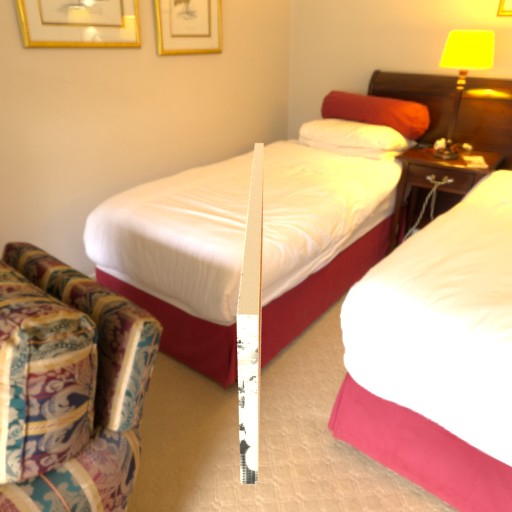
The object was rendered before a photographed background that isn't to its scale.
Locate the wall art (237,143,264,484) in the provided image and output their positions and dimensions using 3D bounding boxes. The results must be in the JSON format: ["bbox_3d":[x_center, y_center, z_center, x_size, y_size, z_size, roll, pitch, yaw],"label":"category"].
[{"bbox_3d":[0.000,0.000,1.669,0.044,0.507,1.520,1,27,1],"label":"wall art"}]
